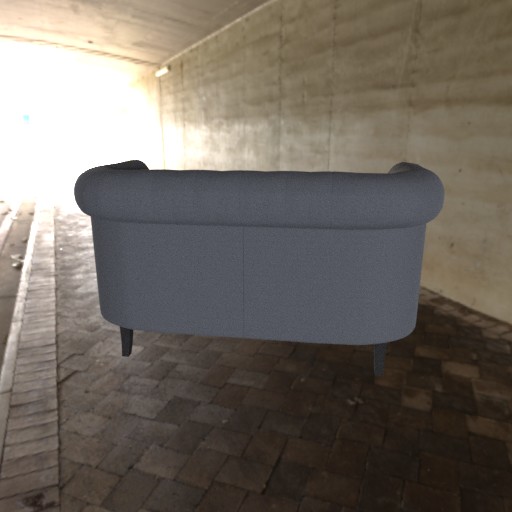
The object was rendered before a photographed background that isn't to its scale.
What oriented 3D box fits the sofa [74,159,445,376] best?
[{"bbox_3d":[0.000,0.000,2.031,1.558,0.827,0.835,2,16,8],"label":"sofa"}]
